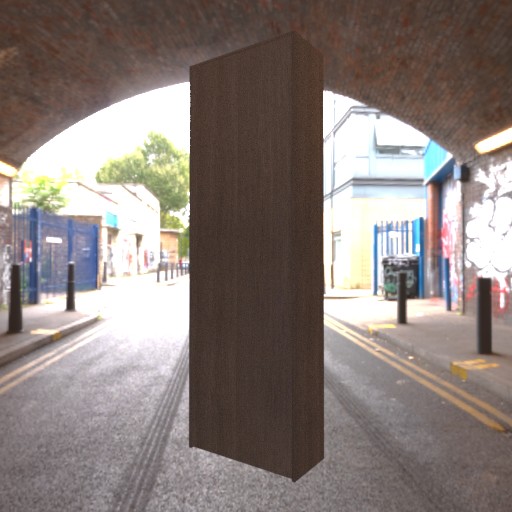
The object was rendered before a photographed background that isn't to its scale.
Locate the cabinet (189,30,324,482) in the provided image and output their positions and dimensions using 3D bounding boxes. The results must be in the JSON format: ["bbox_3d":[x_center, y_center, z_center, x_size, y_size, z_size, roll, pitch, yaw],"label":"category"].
[{"bbox_3d":[0.000,0.000,1.851,0.520,1.630,0.255,0,-1,35],"label":"cabinet"}]
